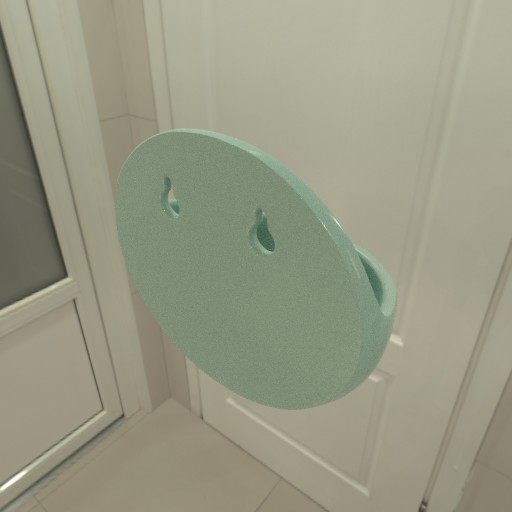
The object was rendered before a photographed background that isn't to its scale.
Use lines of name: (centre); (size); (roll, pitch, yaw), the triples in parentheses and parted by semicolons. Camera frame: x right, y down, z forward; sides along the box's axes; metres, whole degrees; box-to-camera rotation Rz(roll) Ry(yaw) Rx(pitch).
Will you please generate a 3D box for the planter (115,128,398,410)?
planter: (0.000, 0.000, 0.269); (0.189, 0.164, 0.073); (23, 38, 32)
